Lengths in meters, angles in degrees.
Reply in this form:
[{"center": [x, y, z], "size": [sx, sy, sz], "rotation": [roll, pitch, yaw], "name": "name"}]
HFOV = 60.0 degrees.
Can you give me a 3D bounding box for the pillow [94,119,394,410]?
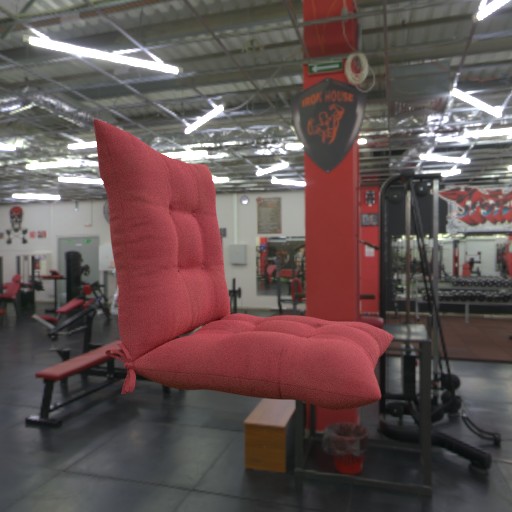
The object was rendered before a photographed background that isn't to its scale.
[{"center": [0.000, 0.000, 1.008], "size": [0.585, 0.536, 0.541], "rotation": [0, 1, 19], "name": "pillow"}]
